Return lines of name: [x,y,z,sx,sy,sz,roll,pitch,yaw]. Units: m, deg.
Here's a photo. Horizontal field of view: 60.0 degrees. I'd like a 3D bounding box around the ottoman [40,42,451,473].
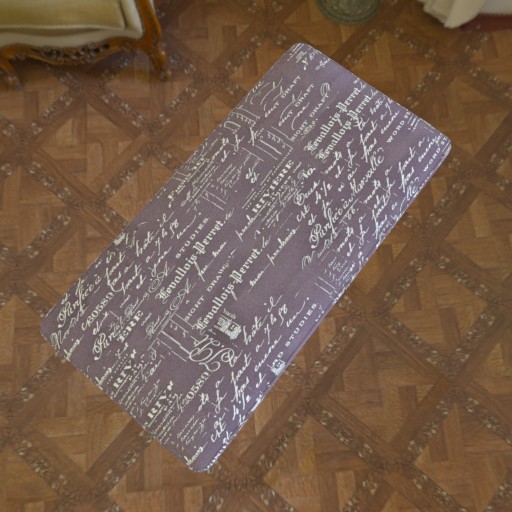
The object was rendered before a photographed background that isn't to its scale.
ottoman: [0.000,0.000,1.040,0.406,0.457,0.813,38,79,9]
